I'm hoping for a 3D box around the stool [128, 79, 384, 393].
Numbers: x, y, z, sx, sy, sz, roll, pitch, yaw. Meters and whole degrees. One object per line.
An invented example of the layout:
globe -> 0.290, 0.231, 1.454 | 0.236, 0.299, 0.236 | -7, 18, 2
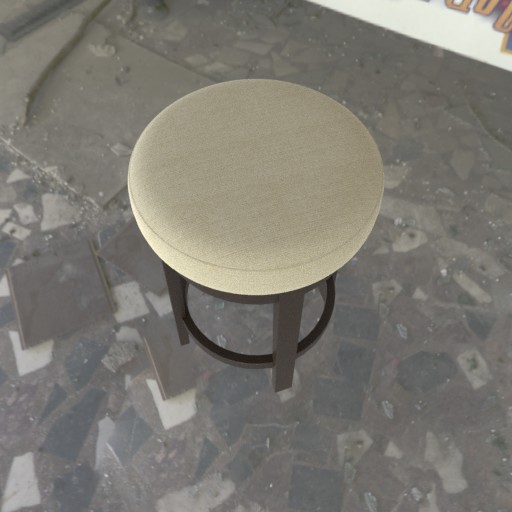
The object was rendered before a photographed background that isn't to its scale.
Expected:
stool -> 0.000, 0.000, 0.989 | 0.449, 0.655, 0.449 | 0, 59, 0
